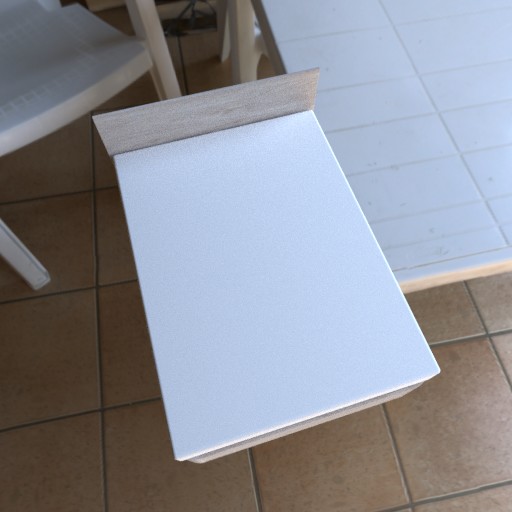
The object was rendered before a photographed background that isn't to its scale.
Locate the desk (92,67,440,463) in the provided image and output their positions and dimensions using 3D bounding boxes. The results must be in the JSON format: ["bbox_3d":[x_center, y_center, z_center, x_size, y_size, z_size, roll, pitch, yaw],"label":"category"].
[{"bbox_3d":[0.000,0.000,2.597,1.400,0.800,1.900,-15,64,-8],"label":"desk"}]
